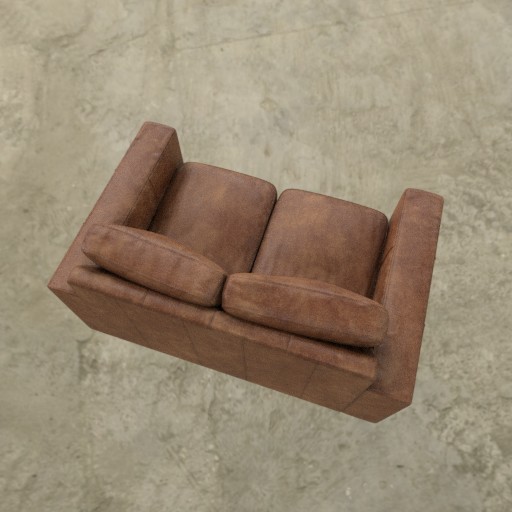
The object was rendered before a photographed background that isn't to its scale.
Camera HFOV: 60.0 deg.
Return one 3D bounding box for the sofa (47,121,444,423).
[{"bbox_3d":[0.000,0.000,2.207,1.626,0.889,1.041,16,64,8],"label":"sofa"}]
